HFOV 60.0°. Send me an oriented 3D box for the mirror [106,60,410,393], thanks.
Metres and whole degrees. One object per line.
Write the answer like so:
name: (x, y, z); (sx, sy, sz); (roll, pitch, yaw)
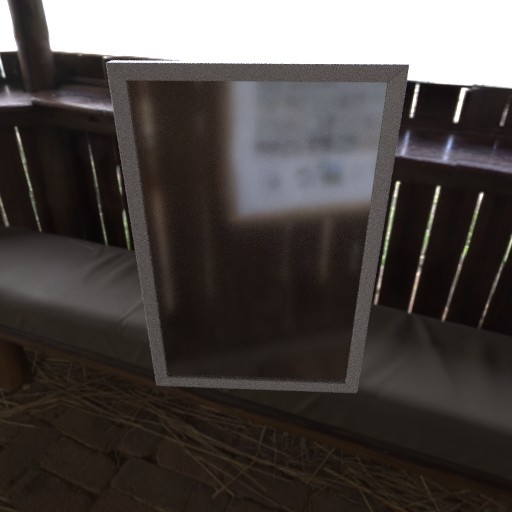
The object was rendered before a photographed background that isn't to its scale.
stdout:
mirror: (0.000, 0.000, 1.134); (0.609, 0.914, 0.041); (1, 30, 2)
